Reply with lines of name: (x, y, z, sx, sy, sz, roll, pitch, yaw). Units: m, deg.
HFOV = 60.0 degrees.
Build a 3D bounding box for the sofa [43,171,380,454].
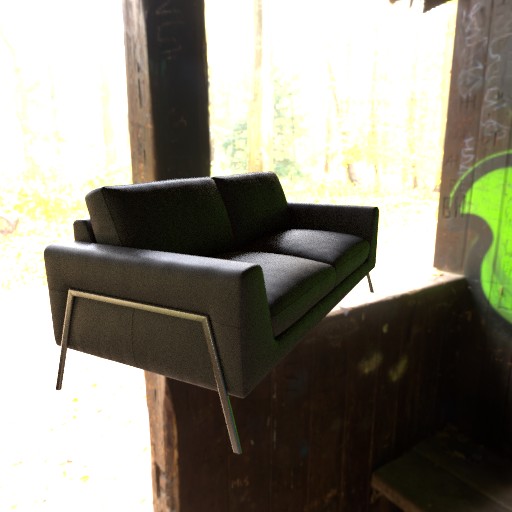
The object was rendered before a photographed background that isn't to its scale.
sofa: (0.000, 0.000, 2.494, 0.953, 0.875, 2.017, 7, 15, 26)
